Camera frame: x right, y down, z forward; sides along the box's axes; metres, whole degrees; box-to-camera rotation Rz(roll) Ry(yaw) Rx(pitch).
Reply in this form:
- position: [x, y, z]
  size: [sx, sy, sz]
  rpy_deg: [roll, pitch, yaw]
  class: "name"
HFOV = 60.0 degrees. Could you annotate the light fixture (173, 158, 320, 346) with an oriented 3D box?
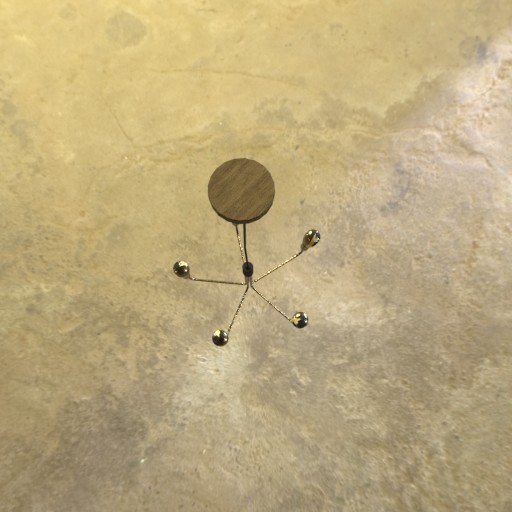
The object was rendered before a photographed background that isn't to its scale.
- position: [0.000, 0.000, 1.395]
  size: [0.532, 1.059, 0.588]
  rpy_deg: [40, 79, 9]
  class: "light fixture"
